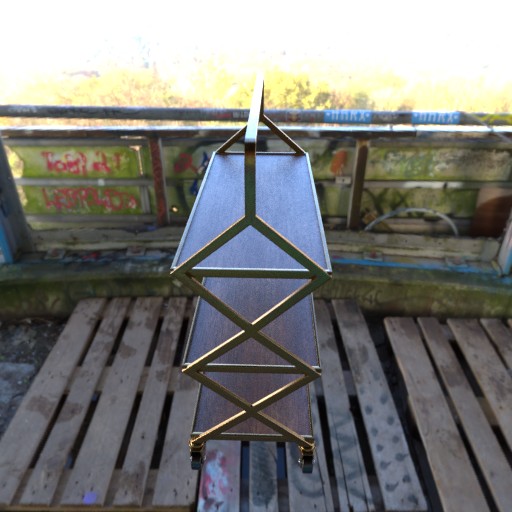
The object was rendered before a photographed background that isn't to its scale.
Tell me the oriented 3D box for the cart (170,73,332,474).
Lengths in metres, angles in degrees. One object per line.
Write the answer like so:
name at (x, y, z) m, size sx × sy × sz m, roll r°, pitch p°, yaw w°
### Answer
cart at (0.000, 0.000, 1.168) m, size 0.313 × 0.805 × 0.723 m, roll 1°, pitch 31°, yaw 2°
